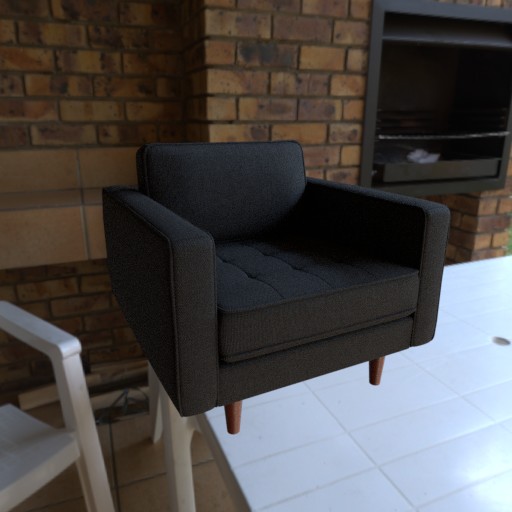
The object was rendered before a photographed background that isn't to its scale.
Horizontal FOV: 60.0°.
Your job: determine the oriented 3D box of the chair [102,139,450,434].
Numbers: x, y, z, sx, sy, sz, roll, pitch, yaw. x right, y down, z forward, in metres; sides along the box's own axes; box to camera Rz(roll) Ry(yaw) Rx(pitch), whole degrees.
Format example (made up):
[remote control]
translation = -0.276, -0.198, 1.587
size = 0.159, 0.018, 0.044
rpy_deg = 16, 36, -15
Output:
[chair]
translation = 0.000, 0.000, 1.569
size = 0.899, 0.770, 0.919
rpy_deg = -9, 19, -26
